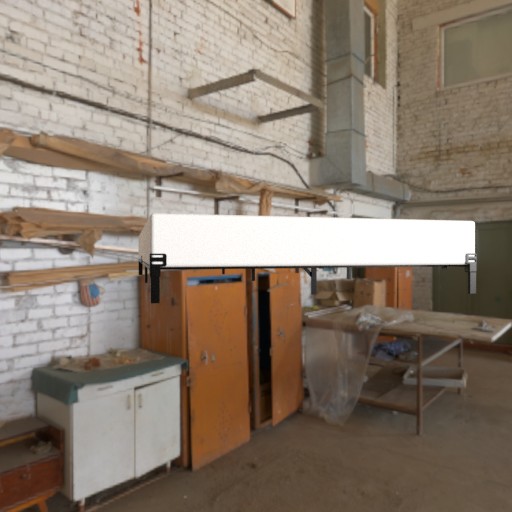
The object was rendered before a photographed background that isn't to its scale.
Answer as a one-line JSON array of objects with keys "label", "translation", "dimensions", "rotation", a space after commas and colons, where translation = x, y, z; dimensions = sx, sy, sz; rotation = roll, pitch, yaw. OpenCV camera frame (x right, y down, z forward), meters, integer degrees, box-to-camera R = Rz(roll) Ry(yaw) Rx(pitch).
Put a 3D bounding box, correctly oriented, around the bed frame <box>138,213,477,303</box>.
[{"label": "bed frame", "translation": [0.000, 0.000, 3.846], "dimensions": [1.930, 0.440, 2.987], "rotation": [0, 0, -16]}]
